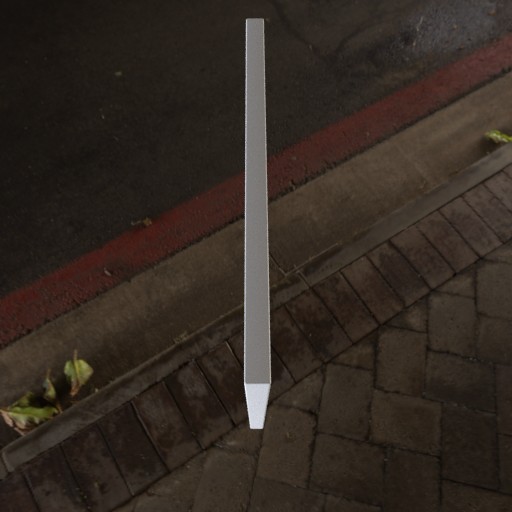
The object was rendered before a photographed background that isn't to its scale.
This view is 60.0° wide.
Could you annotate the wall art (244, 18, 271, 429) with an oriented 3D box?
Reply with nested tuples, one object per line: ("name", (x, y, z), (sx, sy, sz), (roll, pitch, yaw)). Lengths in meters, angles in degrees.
("wall art", (0.000, 0.000, 1.491), (0.049, 1.009, 1.009), (0, 64, 0))
